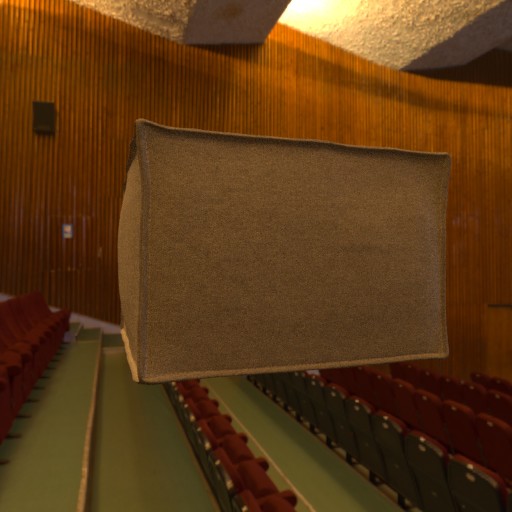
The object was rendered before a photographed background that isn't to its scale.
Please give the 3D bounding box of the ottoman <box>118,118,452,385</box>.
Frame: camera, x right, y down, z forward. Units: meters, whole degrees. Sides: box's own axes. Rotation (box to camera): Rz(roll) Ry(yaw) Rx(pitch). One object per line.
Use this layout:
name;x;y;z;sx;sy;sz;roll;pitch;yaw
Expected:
ottoman;0.000;0.000;1.167;0.696;0.470;0.707;1;-2;-19
